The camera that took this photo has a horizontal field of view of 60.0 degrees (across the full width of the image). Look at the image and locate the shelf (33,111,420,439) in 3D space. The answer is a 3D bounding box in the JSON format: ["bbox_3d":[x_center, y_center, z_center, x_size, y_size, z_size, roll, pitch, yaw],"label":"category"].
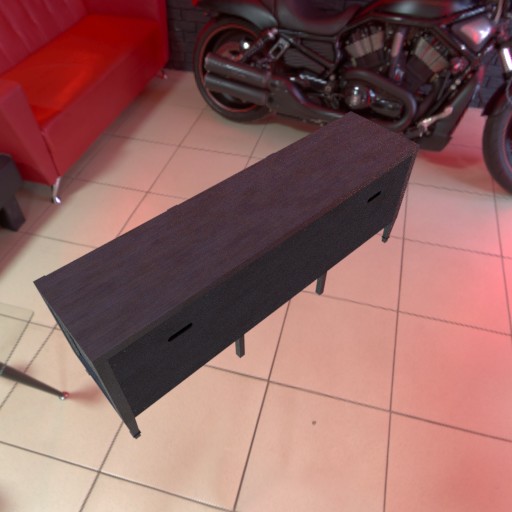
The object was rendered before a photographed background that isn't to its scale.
[{"bbox_3d":[0.000,0.000,2.261,1.878,0.715,0.471,-34,56,-27],"label":"shelf"}]
